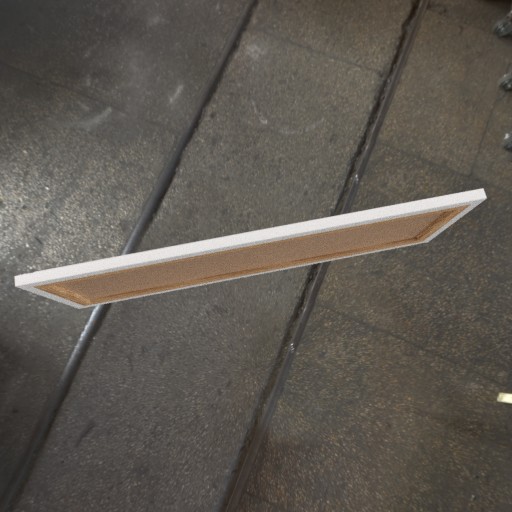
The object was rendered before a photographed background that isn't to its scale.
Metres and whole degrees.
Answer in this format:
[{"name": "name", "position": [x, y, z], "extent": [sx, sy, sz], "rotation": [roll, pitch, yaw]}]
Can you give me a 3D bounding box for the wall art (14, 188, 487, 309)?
[{"name": "wall art", "position": [0.000, 0.000, 1.653], "extent": [1.520, 0.507, 0.039], "rotation": [-11, 76, -3]}]
